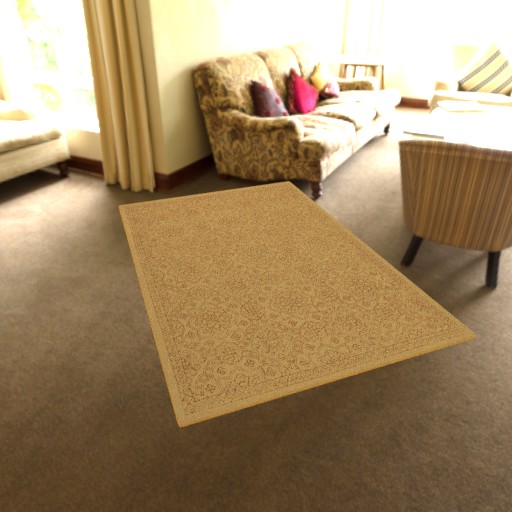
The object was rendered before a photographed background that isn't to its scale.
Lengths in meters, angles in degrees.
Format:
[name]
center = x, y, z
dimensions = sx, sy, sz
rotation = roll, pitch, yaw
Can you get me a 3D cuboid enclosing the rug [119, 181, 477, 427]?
[rug]
center = 0.000, 0.000, 2.333
dimensions = 1.219, 0.010, 1.829
rotation = -11, 32, -18
